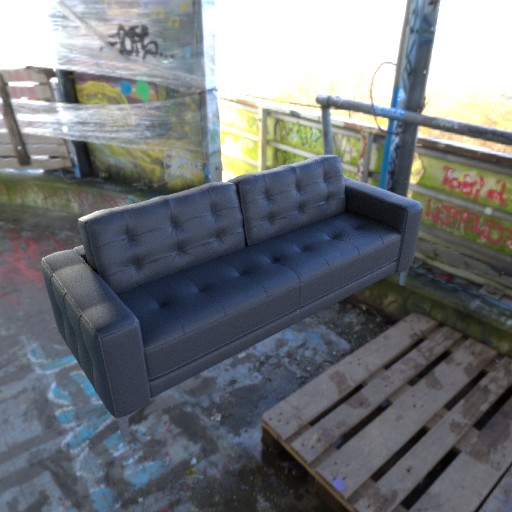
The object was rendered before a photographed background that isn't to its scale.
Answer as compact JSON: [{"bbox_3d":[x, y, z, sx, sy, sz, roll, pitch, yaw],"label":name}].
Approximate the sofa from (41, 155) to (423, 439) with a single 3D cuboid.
[{"bbox_3d":[0.000,0.000,2.731,2.275,0.893,0.833,-21,35,-33],"label":"sofa"}]
